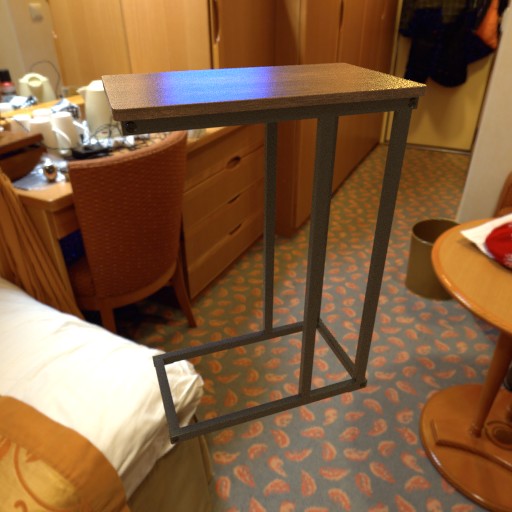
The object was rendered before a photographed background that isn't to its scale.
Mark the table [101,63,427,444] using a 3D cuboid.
[{"bbox_3d":[0.000,0.000,0.853,0.450,0.637,0.254,-10,33,-17],"label":"table"}]
